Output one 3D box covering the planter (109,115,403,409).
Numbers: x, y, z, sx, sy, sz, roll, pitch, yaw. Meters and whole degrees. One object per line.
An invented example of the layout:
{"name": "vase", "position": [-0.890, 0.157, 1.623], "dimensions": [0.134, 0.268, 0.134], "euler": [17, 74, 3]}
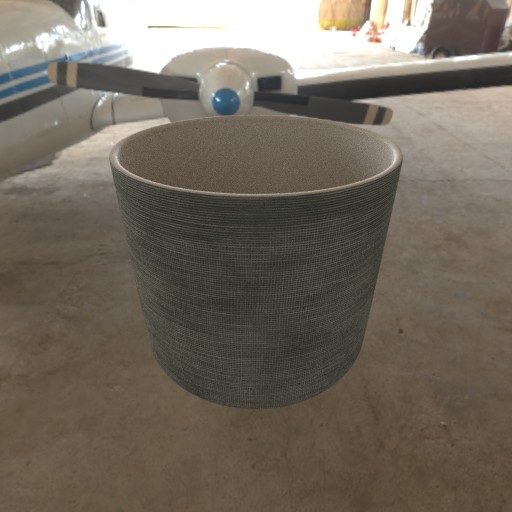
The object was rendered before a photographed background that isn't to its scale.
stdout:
{"name": "planter", "position": [0.000, 0.000, 0.787], "dimensions": [0.440, 0.398, 0.440], "euler": [0, 29, 0]}
